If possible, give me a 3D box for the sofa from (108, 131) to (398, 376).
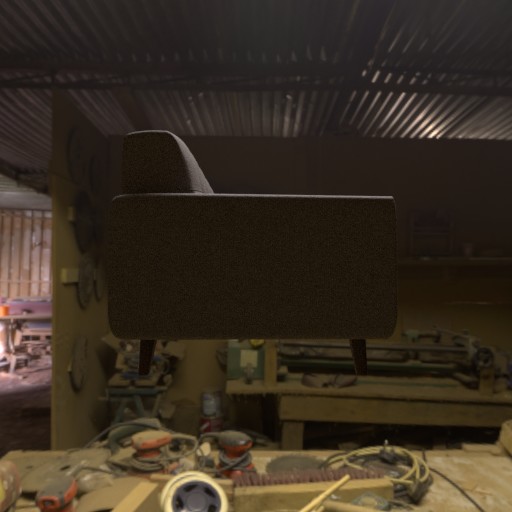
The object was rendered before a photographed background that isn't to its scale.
[{"bbox_3d":[0.000,0.000,2.153,0.909,0.841,1.631,0,-1,0],"label":"sofa"}]
